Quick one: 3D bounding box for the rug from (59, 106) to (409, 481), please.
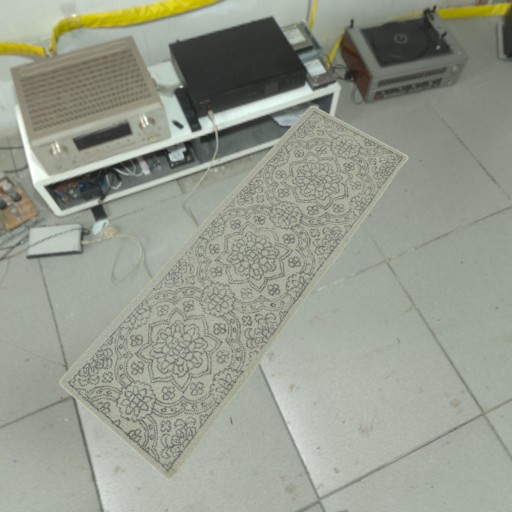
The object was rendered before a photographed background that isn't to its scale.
[{"bbox_3d":[0.000,0.000,2.656,0.806,0.006,2.431,33,68,15],"label":"rug"}]
